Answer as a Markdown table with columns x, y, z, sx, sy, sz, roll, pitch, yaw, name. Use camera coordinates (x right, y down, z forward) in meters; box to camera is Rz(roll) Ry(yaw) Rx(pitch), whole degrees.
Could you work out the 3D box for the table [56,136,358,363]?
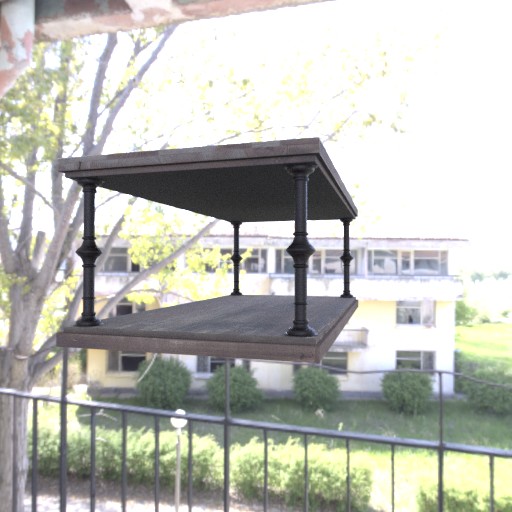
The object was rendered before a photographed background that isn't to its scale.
| x | y | z | sx | sy | sz | roll | pitch | yaw | name |
| --- | --- | --- | --- | --- | --- | --- | --- | --- | --- |
| 0.000 | 0.000 | 1.378 | 0.554 | 0.399 | 1.088 | 0 | -1 | 16 | table |
